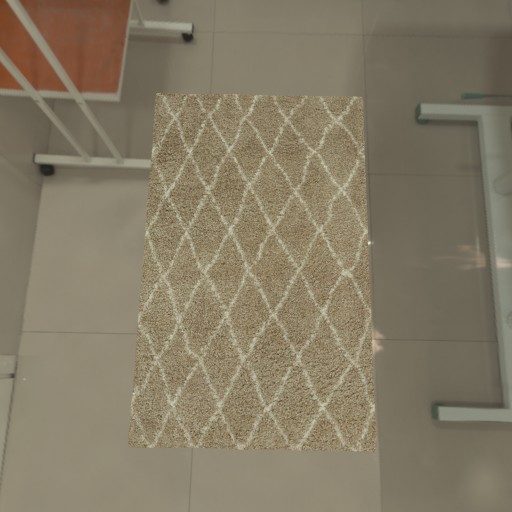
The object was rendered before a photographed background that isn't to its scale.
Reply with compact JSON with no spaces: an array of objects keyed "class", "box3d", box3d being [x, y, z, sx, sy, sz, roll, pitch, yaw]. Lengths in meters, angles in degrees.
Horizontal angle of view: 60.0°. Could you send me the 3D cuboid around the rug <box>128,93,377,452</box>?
[{"class":"rug","box3d":[0.000,0.000,2.994,1.524,0.030,2.438,1,77,0]}]
